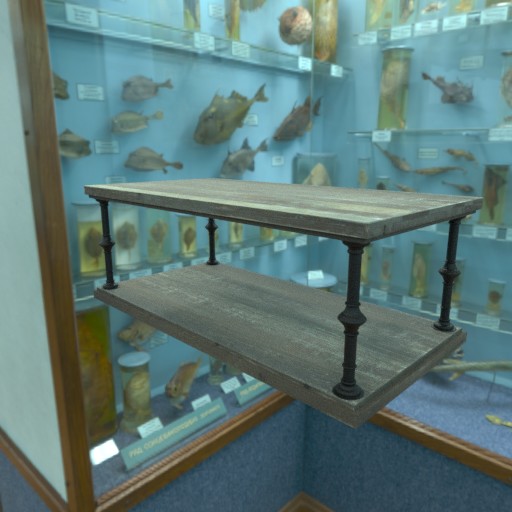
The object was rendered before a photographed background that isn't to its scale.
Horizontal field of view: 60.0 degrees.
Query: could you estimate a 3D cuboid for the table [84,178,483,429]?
[{"bbox_3d":[0.000,0.000,1.362,1.088,0.399,0.554,13,19,43],"label":"table"}]
